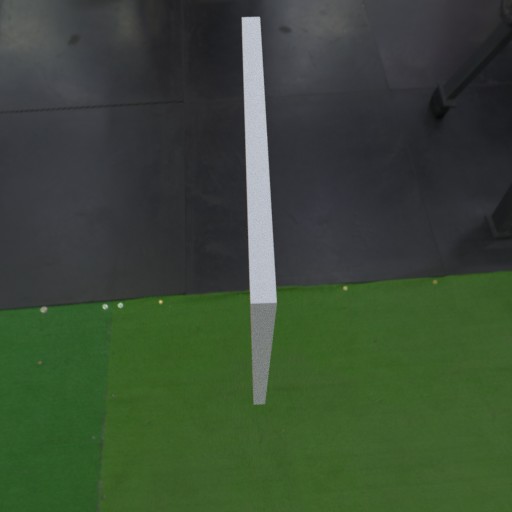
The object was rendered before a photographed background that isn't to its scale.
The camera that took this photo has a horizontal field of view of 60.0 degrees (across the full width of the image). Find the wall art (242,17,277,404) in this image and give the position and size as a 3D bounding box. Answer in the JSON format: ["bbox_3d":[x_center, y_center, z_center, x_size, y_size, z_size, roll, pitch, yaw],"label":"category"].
[{"bbox_3d":[0.000,0.000,1.157,0.037,0.916,0.610,-2,63,-1],"label":"wall art"}]
